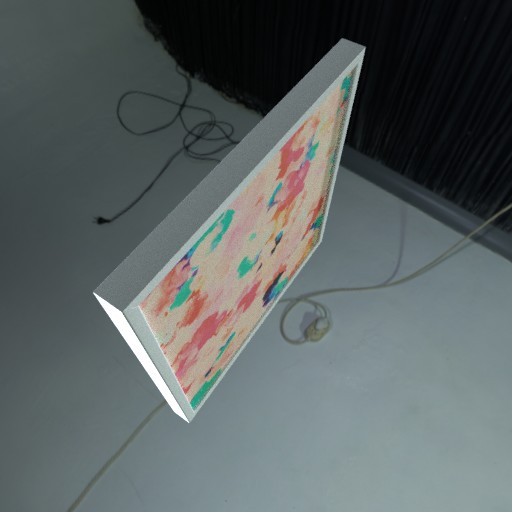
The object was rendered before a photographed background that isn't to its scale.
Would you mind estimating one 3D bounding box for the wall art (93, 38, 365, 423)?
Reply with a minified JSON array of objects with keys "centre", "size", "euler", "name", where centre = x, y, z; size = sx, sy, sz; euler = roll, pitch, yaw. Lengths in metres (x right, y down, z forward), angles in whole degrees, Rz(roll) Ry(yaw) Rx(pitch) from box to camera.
[{"centre":[0.000,0.000,0.750],"size":[0.038,0.505,0.506],"euler":[30,63,17],"name":"wall art"}]
